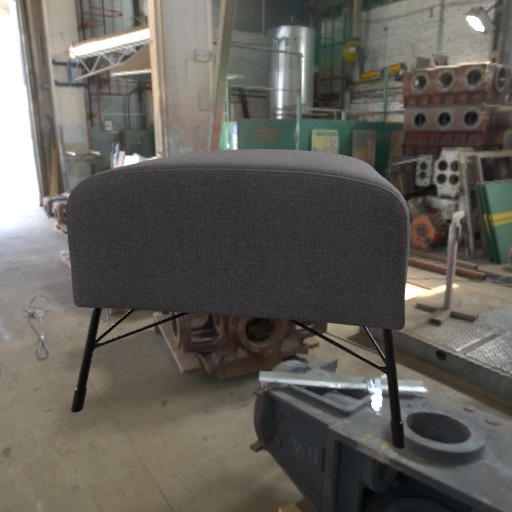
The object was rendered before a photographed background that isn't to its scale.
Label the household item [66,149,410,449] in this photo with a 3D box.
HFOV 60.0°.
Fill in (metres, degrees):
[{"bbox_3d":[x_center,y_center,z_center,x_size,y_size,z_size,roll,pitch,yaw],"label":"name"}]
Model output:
[{"bbox_3d":[0.000,0.000,0.878,0.530,0.410,0.530,3,15,9],"label":"household item"}]
